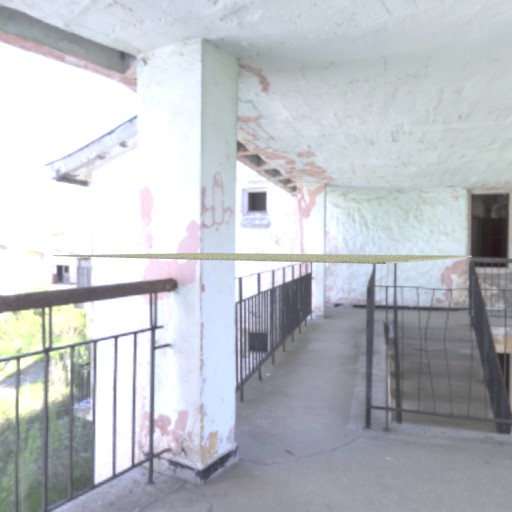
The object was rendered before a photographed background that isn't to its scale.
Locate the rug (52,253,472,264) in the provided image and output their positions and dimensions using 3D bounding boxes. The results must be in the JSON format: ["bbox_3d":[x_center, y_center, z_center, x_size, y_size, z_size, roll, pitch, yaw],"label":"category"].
[{"bbox_3d":[0.000,0.000,2.193,1.747,0.006,1.143,1,1,37],"label":"rug"}]
